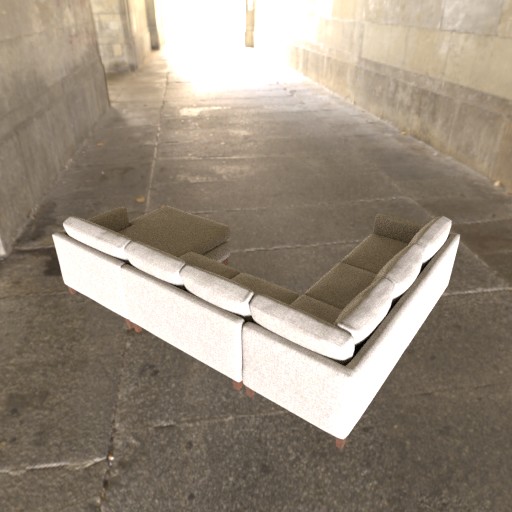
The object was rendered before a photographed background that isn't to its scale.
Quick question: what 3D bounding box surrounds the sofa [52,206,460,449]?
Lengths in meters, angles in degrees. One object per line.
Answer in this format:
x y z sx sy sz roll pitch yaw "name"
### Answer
0.000 0.000 4.733 3.460 0.959 2.593 20 36 31 "sofa"
